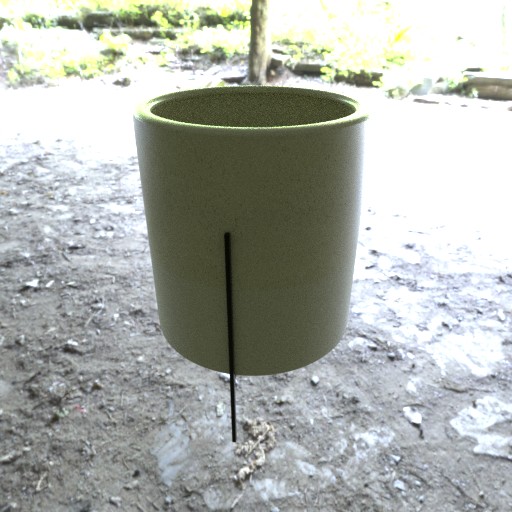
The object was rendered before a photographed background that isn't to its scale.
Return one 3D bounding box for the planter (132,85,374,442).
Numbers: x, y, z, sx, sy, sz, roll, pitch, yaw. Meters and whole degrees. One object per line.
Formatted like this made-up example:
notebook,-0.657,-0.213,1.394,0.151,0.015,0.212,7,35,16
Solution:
planter,0.000,0.000,0.725,0.333,0.483,0.324,-10,31,-17
